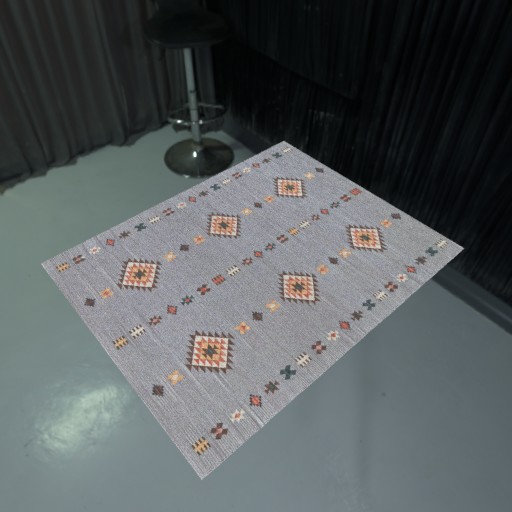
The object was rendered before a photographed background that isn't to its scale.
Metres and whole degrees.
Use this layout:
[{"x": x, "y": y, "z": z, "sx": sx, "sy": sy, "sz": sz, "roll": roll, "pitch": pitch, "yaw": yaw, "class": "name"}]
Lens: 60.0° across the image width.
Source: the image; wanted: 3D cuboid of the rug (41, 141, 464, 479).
[{"x": 0.000, "y": 0.000, "z": 4.065, "sx": 3.035, "sy": 0.008, "sz": 2.425, "roll": -33, "pitch": 55, "yaw": -27, "class": "rug"}]
